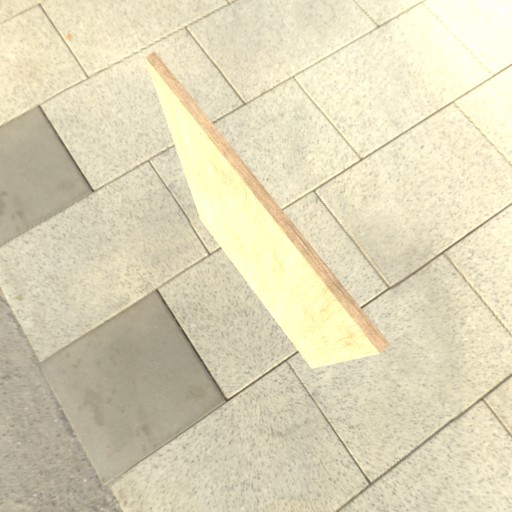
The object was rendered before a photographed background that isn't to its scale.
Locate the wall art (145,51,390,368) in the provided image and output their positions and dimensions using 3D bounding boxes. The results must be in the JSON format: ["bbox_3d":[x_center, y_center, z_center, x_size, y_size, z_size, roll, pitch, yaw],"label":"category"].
[{"bbox_3d":[0.000,0.000,0.931,0.018,0.686,0.534,-35,77,-9],"label":"wall art"}]
